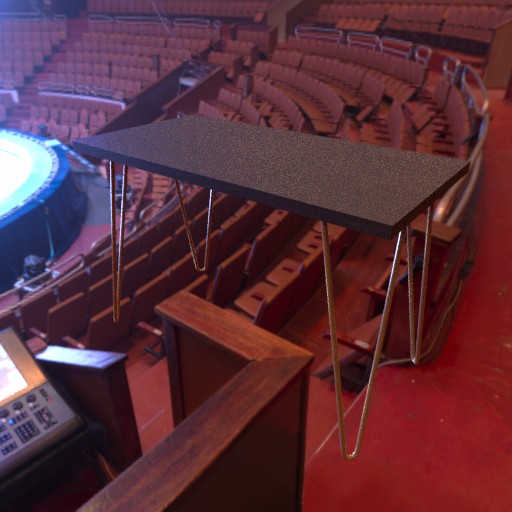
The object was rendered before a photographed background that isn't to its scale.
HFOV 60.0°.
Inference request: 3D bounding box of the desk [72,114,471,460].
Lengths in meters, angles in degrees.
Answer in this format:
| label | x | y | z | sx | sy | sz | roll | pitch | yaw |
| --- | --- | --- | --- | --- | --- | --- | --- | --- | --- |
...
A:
| label | x | y | z | sx | sy | sz | roll | pitch | yaw |
| --- | --- | --- | --- | --- | --- | --- | --- | --- | --- |
| desk | 0.000 | 0.000 | 1.372 | 0.991 | 0.660 | 0.499 | 20 | 34 | 33 |
